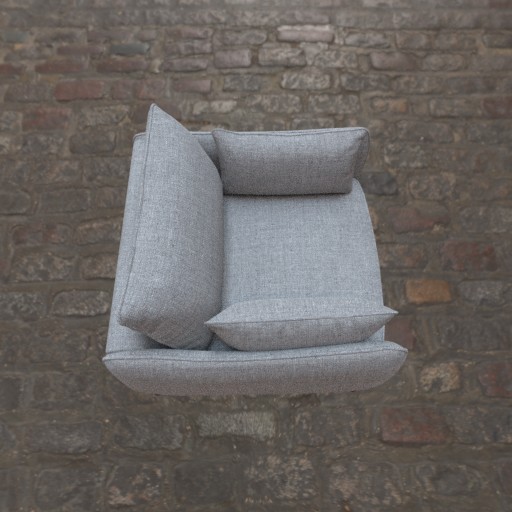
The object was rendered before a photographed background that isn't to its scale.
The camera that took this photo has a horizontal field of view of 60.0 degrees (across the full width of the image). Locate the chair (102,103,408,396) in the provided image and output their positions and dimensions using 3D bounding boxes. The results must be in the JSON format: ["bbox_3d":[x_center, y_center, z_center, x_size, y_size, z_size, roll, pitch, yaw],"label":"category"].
[{"bbox_3d":[0.000,0.000,1.720,0.976,0.839,0.993,-1,63,0],"label":"chair"}]
